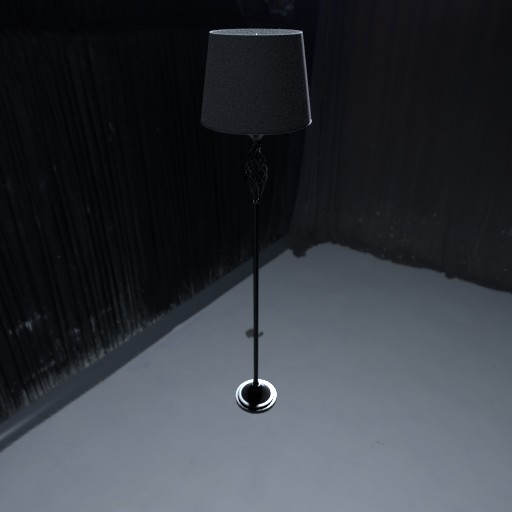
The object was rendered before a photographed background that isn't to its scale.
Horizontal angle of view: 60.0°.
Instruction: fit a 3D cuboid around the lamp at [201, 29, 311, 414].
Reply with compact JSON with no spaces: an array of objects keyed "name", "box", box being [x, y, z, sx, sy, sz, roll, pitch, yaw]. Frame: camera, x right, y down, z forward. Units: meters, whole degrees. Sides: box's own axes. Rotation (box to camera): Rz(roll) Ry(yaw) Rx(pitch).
[{"name":"lamp","box":[0.000,0.000,1.795,0.379,1.623,0.379,0,30,0]}]
